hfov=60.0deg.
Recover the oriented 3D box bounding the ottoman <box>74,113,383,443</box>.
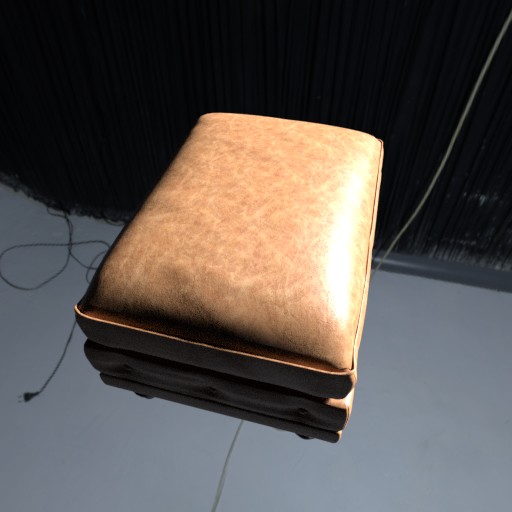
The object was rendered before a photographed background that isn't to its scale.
[{"bbox_3d":[0.000,0.000,1.075,0.533,0.480,0.710,11,47,10],"label":"ottoman"}]
